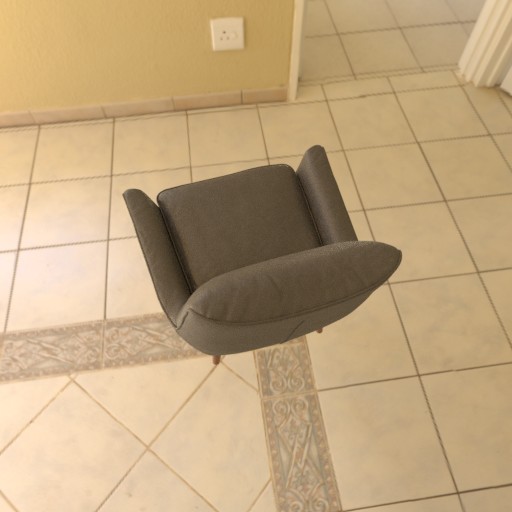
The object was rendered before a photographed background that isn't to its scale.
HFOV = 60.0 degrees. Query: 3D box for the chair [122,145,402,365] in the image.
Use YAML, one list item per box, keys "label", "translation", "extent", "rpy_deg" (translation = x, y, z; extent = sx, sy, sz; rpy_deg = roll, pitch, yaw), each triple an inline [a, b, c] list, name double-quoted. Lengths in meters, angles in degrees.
- label: "chair"
  translation: [0.000, 0.000, 1.521]
  extent: [0.787, 0.888, 0.822]
  rpy_deg: [-15, 60, -9]
